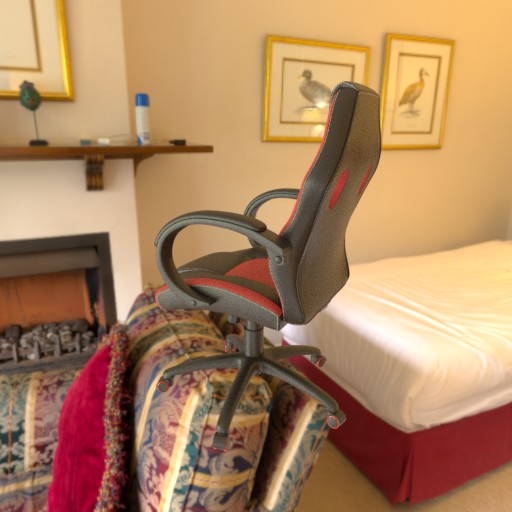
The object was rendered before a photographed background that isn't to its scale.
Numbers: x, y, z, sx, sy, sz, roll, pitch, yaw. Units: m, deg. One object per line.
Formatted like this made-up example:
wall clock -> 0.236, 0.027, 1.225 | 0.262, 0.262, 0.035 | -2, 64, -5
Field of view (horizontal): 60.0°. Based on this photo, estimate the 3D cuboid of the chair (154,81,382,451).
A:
chair -> 0.000, 0.000, 1.670 | 0.783, 1.189, 0.750 | 8, 18, 26
